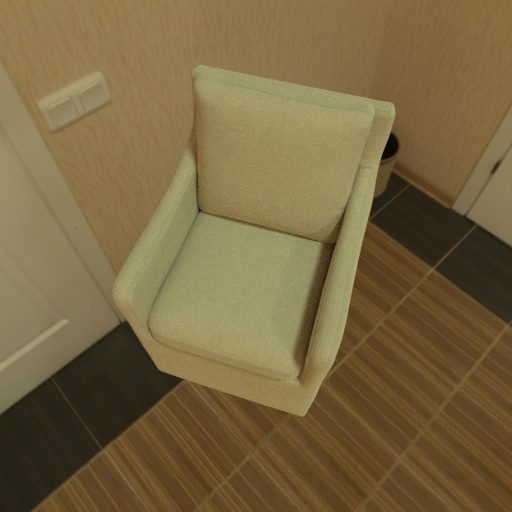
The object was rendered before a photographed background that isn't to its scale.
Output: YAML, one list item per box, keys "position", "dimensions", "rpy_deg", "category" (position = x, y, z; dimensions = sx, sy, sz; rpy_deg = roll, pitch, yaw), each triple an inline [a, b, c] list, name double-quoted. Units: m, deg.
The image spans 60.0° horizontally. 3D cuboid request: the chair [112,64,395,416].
- position: [0.000, 0.000, 1.410]
  dimensions: [0.626, 0.914, 0.694]
  rpy_deg: [15, 59, 9]
  category: "chair"
